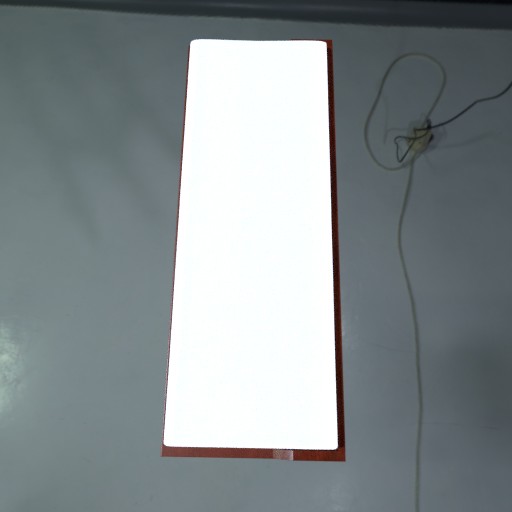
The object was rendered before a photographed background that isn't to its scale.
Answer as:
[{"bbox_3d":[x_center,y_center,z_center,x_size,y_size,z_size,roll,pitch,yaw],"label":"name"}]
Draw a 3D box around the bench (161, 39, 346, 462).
[{"bbox_3d":[0.000,0.000,1.275,0.369,0.646,0.987,1,75,0],"label":"bench"}]
